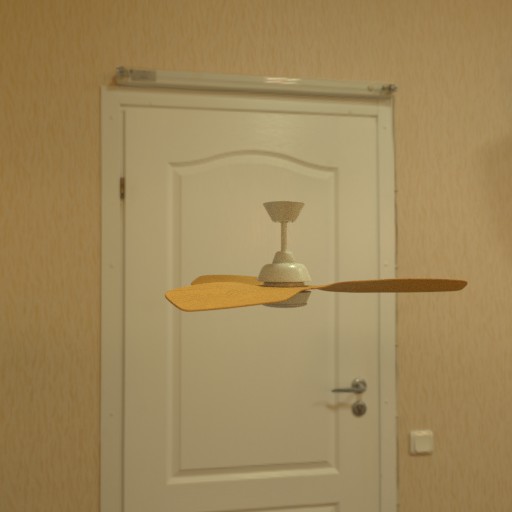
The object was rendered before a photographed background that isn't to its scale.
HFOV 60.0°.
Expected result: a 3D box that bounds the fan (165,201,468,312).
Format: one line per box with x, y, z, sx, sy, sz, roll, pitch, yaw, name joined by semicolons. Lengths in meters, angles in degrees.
0.000;0.000;1.635;1.142;0.355;1.010;1;-1;-37;fan
